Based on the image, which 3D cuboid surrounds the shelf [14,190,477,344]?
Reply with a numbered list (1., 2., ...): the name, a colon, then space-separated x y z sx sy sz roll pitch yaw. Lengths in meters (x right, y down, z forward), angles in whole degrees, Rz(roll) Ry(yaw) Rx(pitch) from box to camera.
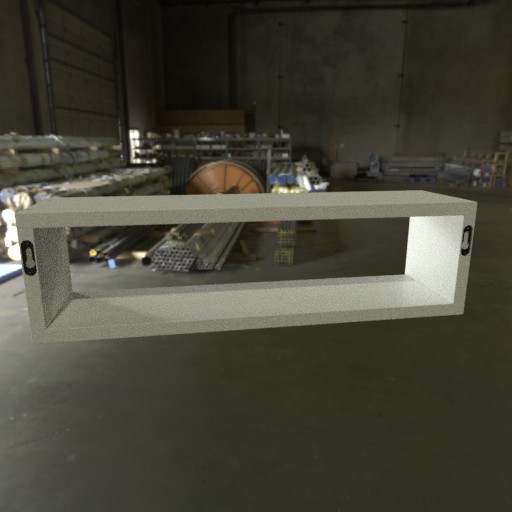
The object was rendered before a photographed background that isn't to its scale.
1. shelf: 0.000 0.000 0.670 0.610 0.170 0.150 -2 15 -9
